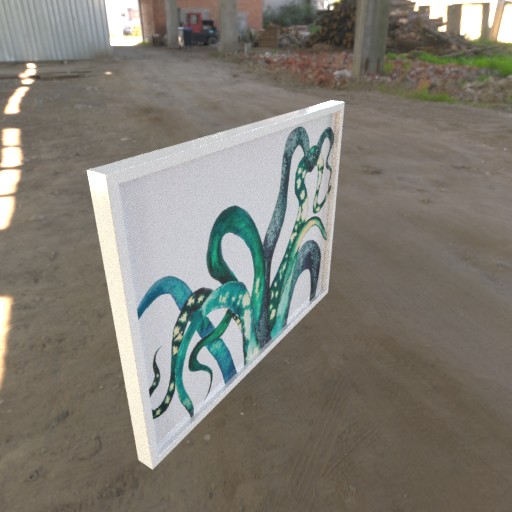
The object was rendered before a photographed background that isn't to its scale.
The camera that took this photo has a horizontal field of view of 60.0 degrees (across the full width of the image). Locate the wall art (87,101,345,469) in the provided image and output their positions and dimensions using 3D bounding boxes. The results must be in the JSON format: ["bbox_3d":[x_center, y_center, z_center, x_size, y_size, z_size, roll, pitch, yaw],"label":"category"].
[{"bbox_3d":[0.000,0.000,1.367,0.053,0.787,1.041,17,32,30],"label":"wall art"}]
